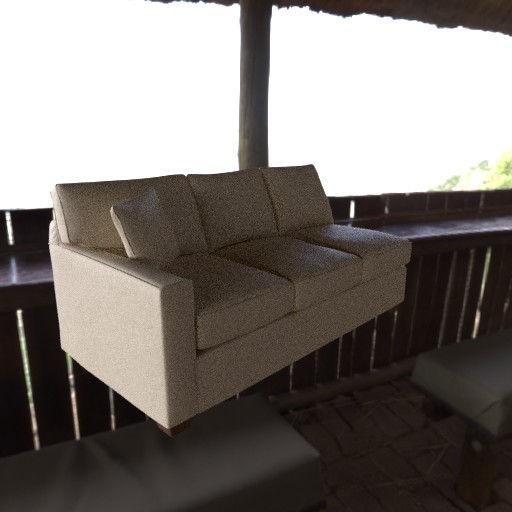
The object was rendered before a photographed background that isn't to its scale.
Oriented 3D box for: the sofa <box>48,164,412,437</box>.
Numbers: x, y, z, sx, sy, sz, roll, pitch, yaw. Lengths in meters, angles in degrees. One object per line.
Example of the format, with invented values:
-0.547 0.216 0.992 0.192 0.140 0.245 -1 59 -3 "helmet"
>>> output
0.000 0.000 2.586 1.034 0.946 1.962 15 21 42 "sofa"
